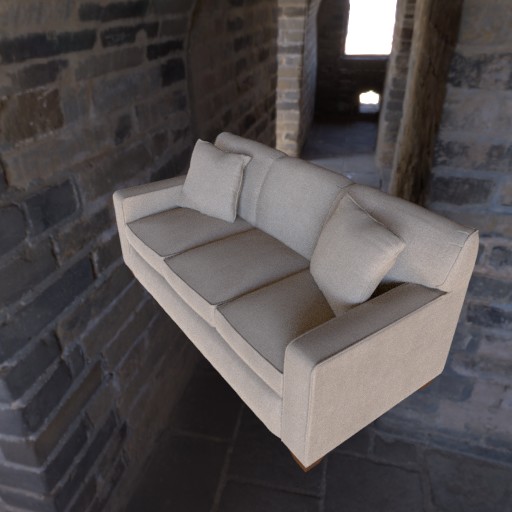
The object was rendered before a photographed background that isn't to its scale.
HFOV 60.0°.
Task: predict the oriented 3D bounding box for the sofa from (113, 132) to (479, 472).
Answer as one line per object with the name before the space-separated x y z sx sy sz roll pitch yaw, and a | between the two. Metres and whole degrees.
sofa | 0.000 0.000 2.557 0.997 0.958 2.024 -20 36 -30
